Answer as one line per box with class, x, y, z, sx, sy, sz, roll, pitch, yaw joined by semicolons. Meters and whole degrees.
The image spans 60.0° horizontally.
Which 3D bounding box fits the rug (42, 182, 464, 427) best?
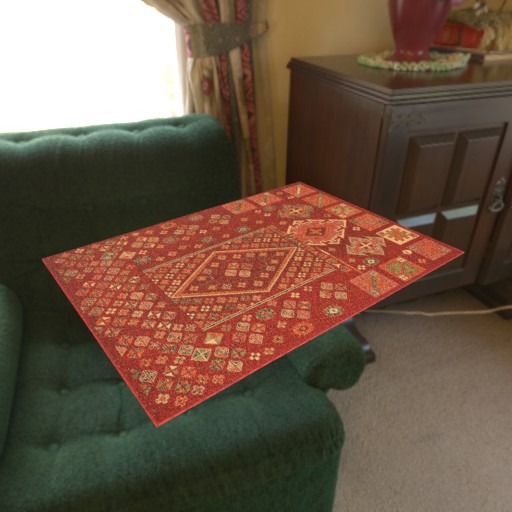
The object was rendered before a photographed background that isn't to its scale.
rug;0.000;0.000;4.268;3.306;0.011;2.389;-21;37;-32
